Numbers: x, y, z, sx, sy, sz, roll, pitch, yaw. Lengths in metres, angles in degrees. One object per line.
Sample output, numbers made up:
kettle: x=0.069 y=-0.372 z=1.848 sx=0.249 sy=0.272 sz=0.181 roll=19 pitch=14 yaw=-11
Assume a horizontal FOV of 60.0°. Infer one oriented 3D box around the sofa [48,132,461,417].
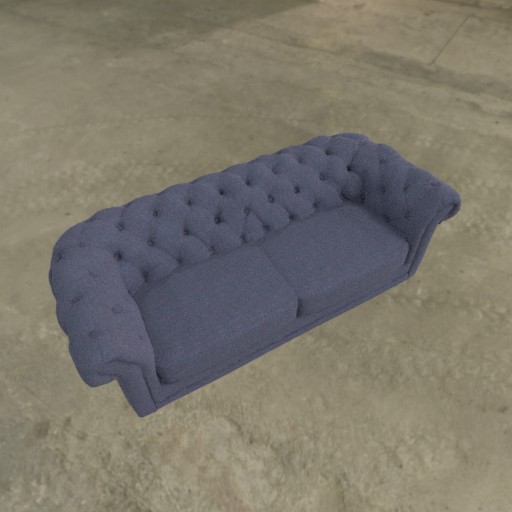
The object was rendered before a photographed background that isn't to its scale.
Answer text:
sofa: x=0.000 y=0.000 z=2.798 sx=2.335 sy=0.836 sz=1.046 roll=-23 pitch=51 yaw=-20
